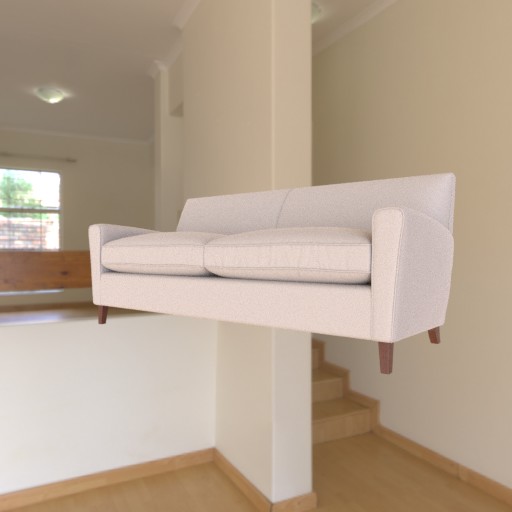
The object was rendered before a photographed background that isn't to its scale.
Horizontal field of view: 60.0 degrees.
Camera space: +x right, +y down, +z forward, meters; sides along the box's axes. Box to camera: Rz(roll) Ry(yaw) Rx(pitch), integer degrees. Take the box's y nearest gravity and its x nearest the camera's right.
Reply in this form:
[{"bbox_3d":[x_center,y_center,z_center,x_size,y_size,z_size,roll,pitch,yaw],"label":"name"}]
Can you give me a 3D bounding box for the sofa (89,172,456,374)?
[{"bbox_3d":[0.000,0.000,2.496,2.000,0.846,0.875,1,1,37],"label":"sofa"}]
